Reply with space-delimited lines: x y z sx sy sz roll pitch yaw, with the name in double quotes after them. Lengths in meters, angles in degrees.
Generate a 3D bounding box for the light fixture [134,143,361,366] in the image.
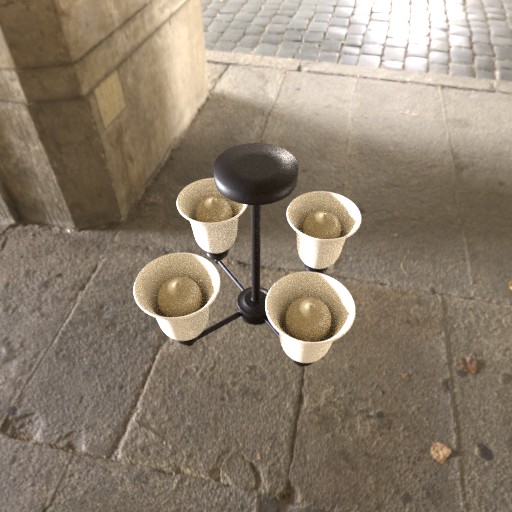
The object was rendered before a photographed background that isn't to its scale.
0.000 0.000 1.903 1.069 0.925 1.069 -26 52 -22 "light fixture"
